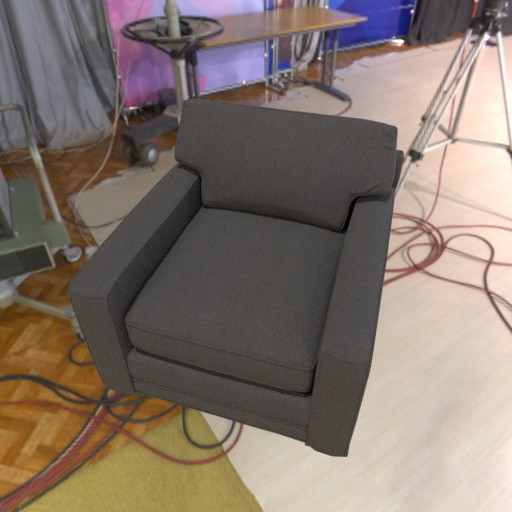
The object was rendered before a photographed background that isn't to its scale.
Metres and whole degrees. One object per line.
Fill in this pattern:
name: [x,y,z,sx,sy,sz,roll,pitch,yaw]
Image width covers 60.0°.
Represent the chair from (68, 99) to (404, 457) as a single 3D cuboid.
chair: [0.000,0.000,1.788,0.997,0.913,1.043,12,42,13]
